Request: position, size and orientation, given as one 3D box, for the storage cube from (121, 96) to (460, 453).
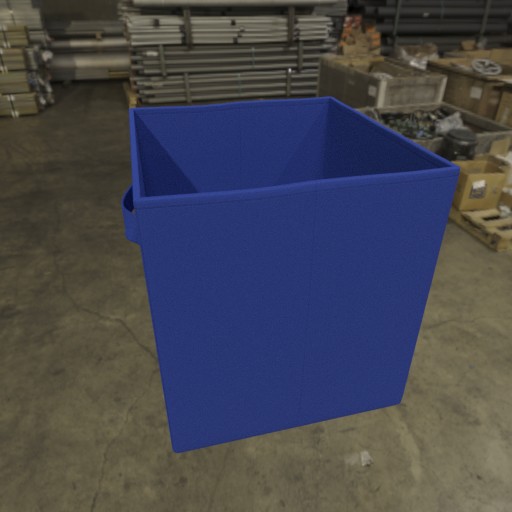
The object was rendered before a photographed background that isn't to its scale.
[{"bbox_3d":[0.000,0.000,0.502,0.270,0.280,0.270,-8,32,-12],"label":"storage cube"}]
